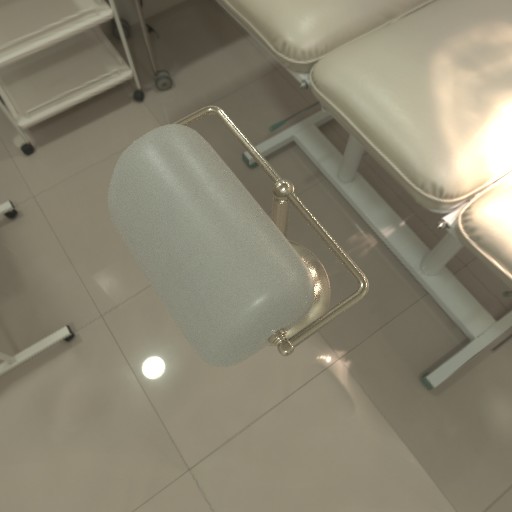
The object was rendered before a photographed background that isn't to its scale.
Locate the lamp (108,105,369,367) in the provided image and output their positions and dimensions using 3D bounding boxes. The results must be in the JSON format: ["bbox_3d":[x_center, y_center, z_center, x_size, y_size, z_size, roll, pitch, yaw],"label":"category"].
[{"bbox_3d":[0.000,0.000,0.531,0.243,0.339,0.264,-33,70,-13],"label":"lamp"}]
